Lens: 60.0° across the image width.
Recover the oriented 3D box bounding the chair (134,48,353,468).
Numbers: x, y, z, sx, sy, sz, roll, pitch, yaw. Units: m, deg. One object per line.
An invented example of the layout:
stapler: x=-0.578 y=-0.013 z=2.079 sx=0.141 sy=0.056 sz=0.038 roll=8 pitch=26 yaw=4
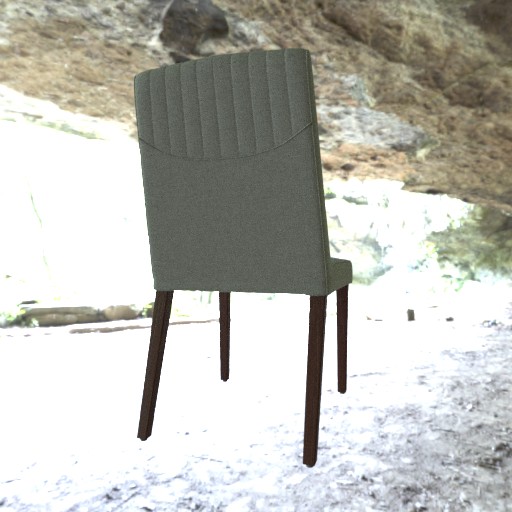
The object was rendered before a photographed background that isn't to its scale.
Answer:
chair: x=0.000 y=0.000 z=1.255 sx=0.480 sy=0.900 sz=0.594 roll=0 pitch=1 yaw=19
